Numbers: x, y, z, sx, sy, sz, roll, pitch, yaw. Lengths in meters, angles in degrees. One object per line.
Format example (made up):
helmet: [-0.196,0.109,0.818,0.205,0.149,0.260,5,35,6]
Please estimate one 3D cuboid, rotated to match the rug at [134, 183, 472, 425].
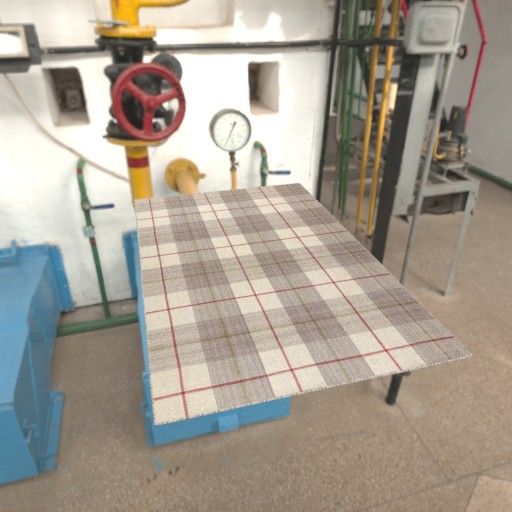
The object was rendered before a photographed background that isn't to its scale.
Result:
rug: [0.000,0.000,3.011,1.549,0.010,2.464,-8,31,-13]
